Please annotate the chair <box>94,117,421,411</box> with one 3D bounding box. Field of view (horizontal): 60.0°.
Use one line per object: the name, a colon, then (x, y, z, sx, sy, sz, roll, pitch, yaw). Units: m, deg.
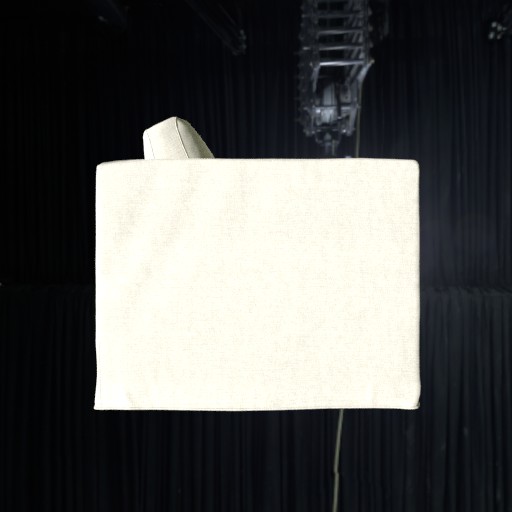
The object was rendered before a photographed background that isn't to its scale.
chair: (0.000, 0.000, 1.754, 0.949, 0.867, 1.057, 0, 0, -1)
